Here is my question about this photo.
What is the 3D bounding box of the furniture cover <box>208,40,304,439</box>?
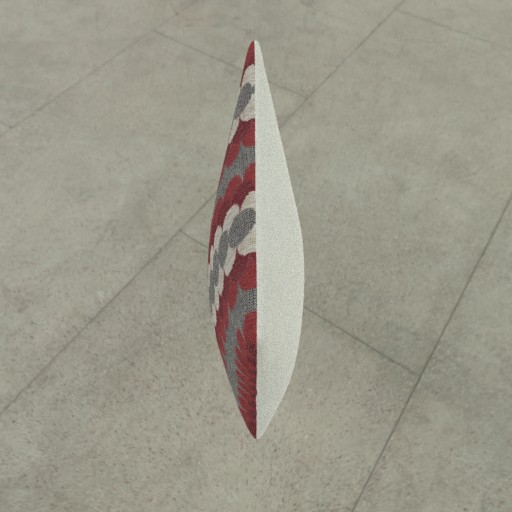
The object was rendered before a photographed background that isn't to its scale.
[{"bbox_3d":[0.000,0.000,0.653,0.145,0.420,0.435,0,58,0],"label":"furniture cover"}]
